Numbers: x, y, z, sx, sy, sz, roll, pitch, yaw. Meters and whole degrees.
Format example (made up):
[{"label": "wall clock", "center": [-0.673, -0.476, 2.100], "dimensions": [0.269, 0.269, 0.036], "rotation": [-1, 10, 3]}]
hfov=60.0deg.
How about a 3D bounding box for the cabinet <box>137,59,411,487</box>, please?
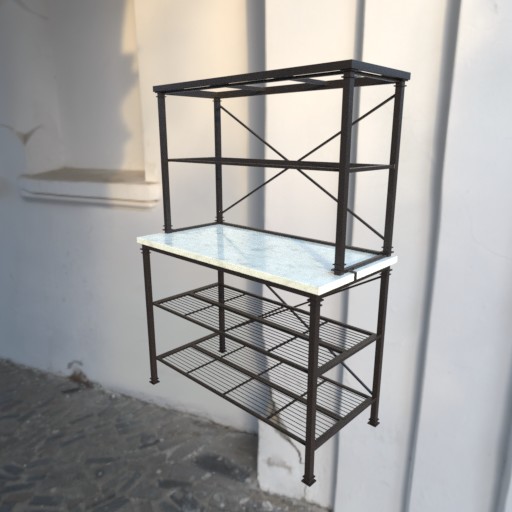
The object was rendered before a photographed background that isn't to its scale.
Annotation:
[{"label": "cabinet", "center": [0.000, 0.000, 2.218], "dimensions": [1.210, 1.659, 0.610], "rotation": [14, 20, 42]}]
